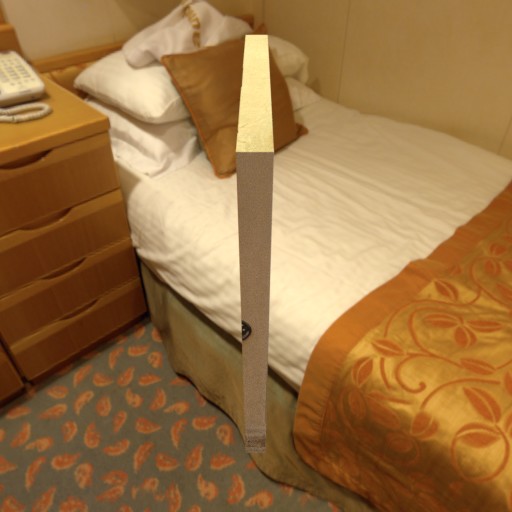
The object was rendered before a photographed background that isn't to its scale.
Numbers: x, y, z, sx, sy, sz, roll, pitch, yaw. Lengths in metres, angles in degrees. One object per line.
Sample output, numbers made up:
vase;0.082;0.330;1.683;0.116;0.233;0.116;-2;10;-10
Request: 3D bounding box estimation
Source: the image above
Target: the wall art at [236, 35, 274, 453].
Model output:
wall art;0.000;0.000;0.770;0.036;0.607;0.403;0;41;0
